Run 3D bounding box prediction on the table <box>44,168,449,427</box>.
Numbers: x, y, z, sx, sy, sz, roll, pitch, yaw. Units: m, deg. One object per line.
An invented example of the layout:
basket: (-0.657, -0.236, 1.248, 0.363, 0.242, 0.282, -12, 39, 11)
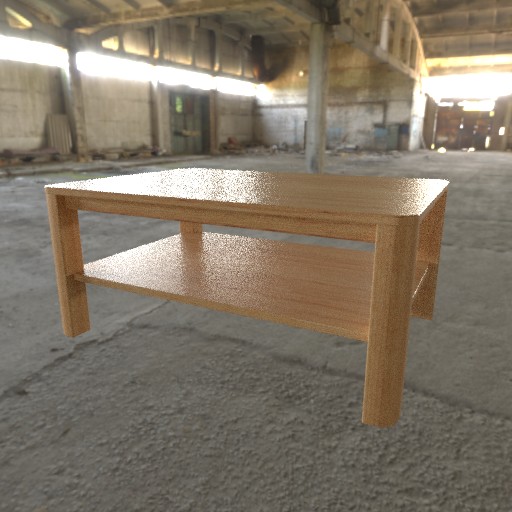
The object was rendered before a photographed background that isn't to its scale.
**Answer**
table: (0.000, 0.000, 1.358, 0.997, 0.445, 0.696, 8, 18, 26)
